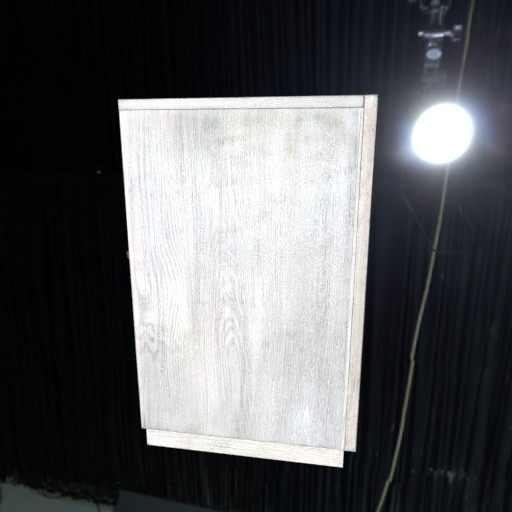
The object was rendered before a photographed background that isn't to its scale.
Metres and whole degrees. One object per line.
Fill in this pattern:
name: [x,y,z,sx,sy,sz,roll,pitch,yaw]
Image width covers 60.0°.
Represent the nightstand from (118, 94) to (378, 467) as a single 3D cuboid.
nightstand: [0.000,0.000,1.082,0.483,0.673,0.612,2,14,9]
